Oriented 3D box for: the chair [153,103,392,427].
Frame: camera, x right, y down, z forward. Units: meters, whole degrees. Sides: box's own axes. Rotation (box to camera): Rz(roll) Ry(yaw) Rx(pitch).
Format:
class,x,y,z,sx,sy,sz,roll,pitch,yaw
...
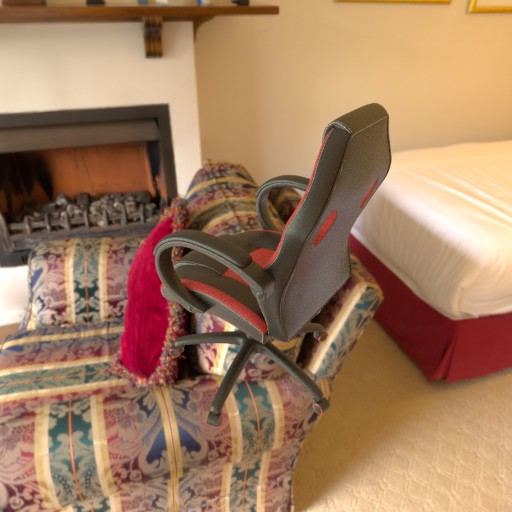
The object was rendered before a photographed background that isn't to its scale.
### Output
class,x,y,z,sx,sy,sz,roll,pitch,yaw
chair,0.000,0.000,1.713,0.783,1.189,0.750,20,37,30
